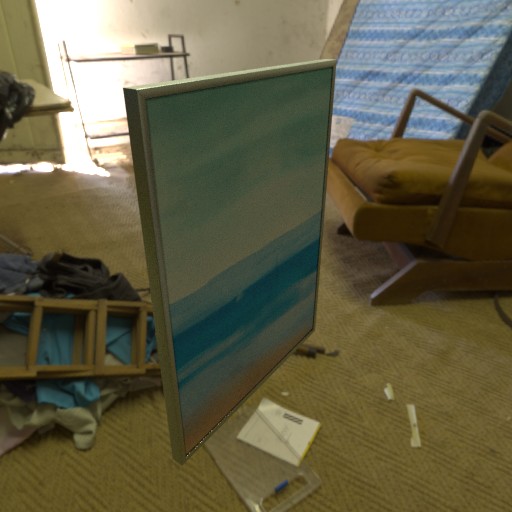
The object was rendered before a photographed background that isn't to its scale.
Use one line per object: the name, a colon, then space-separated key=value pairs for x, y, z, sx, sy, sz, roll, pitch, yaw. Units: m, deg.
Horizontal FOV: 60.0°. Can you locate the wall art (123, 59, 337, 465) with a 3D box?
wall art: x=0.000 y=0.000 z=1.368 sx=0.041 sy=1.062 sz=0.803 roll=19 pitch=34 yaw=31
